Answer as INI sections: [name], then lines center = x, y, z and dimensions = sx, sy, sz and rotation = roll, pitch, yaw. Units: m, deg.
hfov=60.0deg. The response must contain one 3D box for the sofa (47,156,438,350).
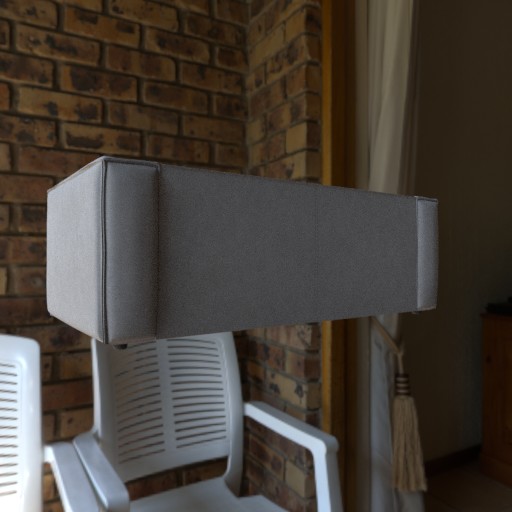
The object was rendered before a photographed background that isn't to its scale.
[sofa]
center = 0.000, 0.000, 2.448
dimensions = 1.995, 0.680, 1.038
rotation = 0, 0, -35
